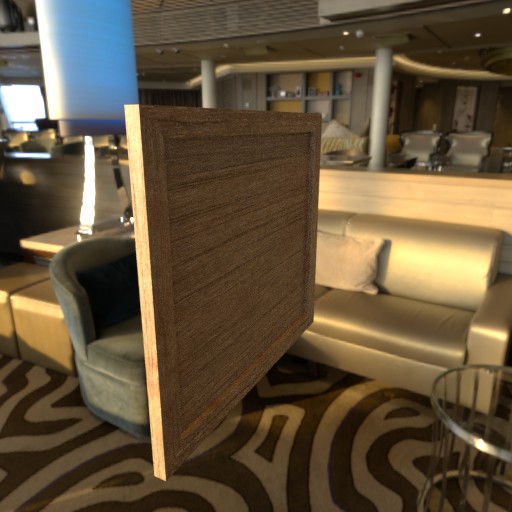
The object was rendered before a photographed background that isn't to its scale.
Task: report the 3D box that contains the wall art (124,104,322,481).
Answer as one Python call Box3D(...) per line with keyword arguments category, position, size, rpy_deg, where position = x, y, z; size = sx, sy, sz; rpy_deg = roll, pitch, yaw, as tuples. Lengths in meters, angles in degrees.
Box3D(category="wall art", position=(0.000, 0.000, 0.944), size=(0.026, 0.588, 0.690), rpy_deg=(9, 19, 26))
